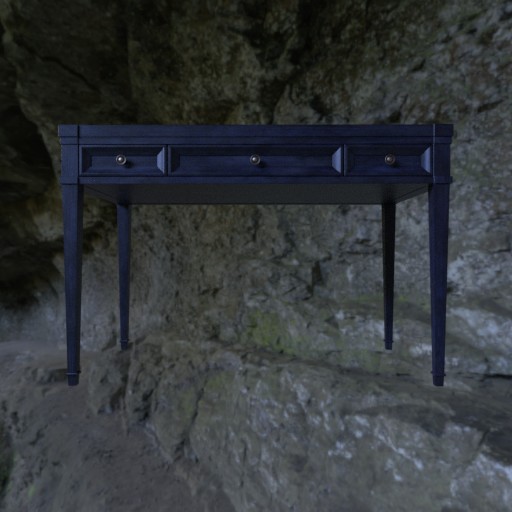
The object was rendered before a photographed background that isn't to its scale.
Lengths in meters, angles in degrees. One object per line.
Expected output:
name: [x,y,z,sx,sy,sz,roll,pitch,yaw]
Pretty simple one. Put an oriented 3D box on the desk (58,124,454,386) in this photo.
desk: [0.000,0.000,1.759,1.289,0.861,0.630,0,0,0]
